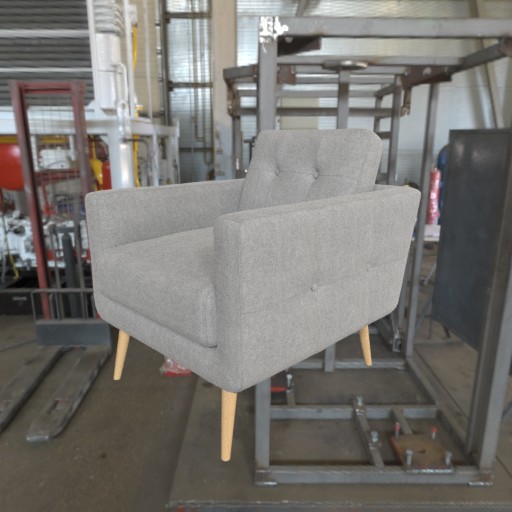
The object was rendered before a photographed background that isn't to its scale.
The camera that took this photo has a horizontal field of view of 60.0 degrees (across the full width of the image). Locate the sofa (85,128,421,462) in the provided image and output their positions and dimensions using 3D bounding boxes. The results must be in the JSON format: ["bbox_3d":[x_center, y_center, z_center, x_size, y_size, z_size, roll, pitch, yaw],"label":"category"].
[{"bbox_3d":[0.000,0.000,1.546,0.770,0.860,0.920,14,20,43],"label":"sofa"}]
